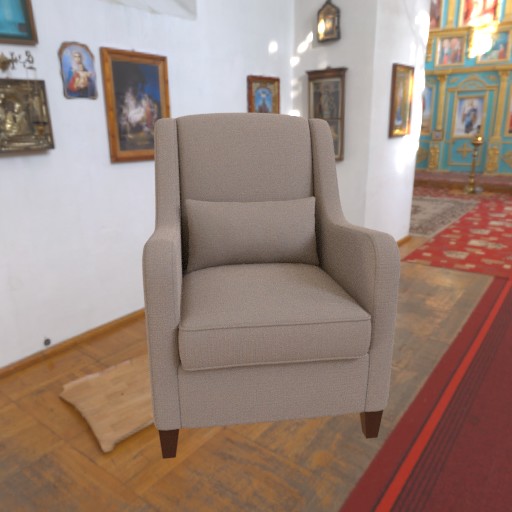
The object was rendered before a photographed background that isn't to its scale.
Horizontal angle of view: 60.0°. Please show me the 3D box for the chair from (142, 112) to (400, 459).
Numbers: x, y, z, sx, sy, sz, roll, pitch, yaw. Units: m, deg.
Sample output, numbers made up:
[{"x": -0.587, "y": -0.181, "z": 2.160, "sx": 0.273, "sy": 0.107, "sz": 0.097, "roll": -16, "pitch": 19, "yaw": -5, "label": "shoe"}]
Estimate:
[{"x": 0.000, "y": 0.000, "z": 1.602, "sx": 0.715, "sy": 1.017, "sz": 0.896, "roll": -2, "pitch": 16, "yaw": -8, "label": "chair"}]
